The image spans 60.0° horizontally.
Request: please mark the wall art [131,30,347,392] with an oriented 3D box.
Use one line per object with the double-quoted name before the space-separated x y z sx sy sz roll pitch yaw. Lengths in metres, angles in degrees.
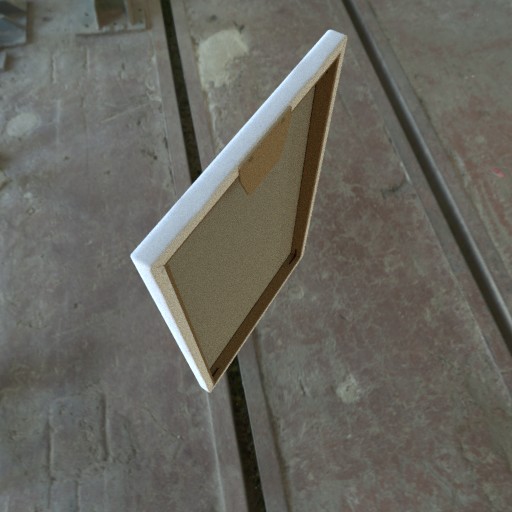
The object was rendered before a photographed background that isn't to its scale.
"wall art" 0.000 0.000 1.151 0.048 0.916 0.602 30 66 15
